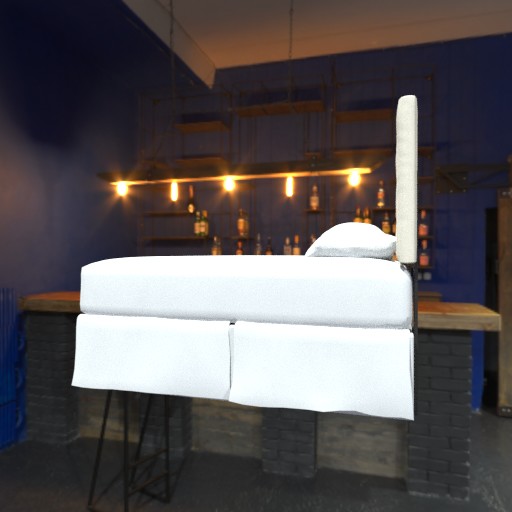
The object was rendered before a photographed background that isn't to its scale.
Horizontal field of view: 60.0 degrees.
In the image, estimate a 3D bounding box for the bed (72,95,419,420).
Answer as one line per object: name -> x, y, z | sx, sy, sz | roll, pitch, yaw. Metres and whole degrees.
bed -> 0.000, 0.000, 2.961 | 1.997, 1.571, 1.261 | 0, 0, 17
